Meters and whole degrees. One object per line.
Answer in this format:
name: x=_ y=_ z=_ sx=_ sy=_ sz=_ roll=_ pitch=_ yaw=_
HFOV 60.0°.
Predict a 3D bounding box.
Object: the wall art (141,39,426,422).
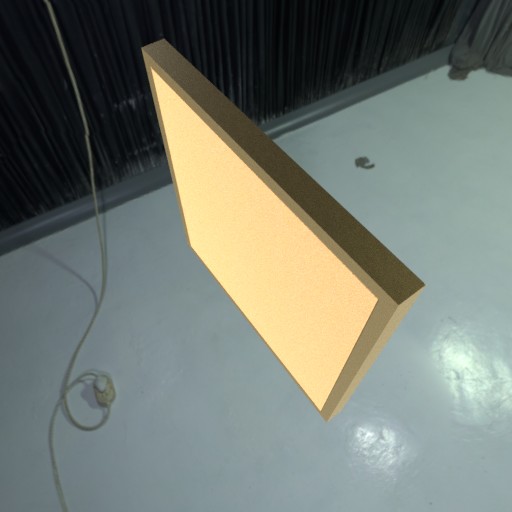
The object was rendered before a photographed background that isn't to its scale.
wall art: x=0.000 y=0.000 z=1.892 sx=0.095 sy=1.284 sz=1.284 roll=-32 pitch=63 yaw=-18
